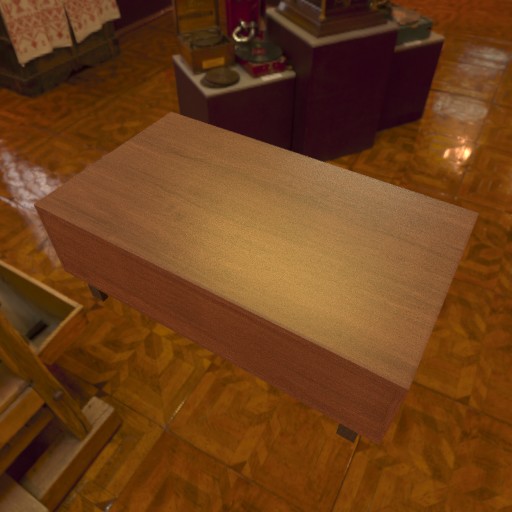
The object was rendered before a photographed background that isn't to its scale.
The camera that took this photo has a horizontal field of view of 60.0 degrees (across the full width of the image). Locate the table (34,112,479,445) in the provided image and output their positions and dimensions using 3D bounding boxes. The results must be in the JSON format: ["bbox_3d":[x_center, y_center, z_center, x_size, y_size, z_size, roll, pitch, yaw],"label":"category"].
[{"bbox_3d":[0.000,0.000,1.309,1.020,0.380,0.600,24,51,21],"label":"table"}]
